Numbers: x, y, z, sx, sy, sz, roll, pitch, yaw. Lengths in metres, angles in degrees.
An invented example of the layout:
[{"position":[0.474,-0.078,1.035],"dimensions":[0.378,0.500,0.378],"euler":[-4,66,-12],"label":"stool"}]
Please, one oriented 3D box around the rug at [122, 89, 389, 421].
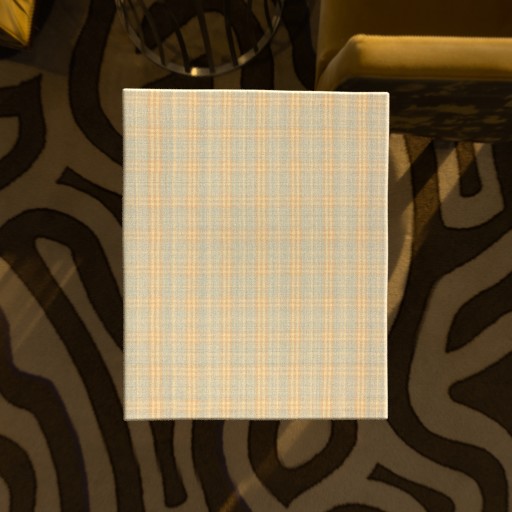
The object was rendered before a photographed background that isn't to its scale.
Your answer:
[{"position":[0.000,0.000,4.108],"dimensions":[2.462,0.030,3.066],"euler":[0,91,-1],"label":"rug"}]
